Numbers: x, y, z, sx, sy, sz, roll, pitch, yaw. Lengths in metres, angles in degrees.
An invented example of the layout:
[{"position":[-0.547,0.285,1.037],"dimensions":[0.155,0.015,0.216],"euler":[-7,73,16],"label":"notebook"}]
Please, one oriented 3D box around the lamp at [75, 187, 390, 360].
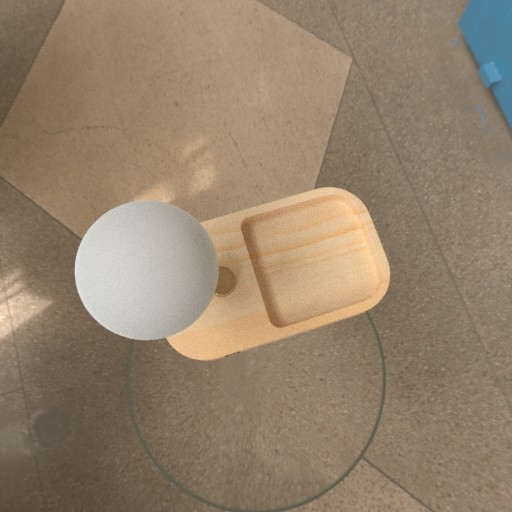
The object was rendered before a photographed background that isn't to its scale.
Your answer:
[{"position":[0.000,0.000,0.472],"dimensions":[0.331,0.253,0.173],"euler":[-17,76,-4],"label":"lamp"}]
